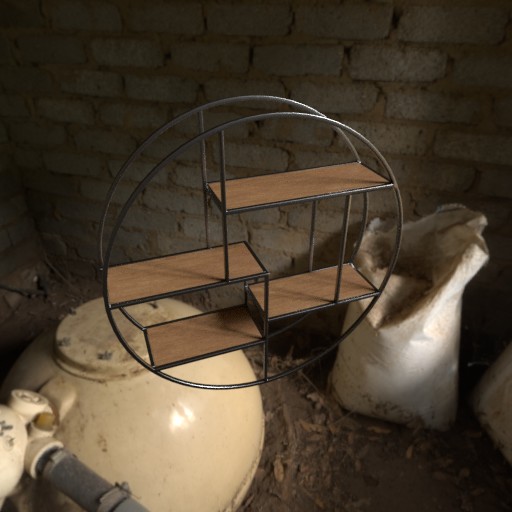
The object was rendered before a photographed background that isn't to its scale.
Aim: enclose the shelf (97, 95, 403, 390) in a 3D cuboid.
[{"bbox_3d":[0.000,0.000,1.330,0.888,0.888,0.202,-11,34,-17],"label":"shelf"}]
